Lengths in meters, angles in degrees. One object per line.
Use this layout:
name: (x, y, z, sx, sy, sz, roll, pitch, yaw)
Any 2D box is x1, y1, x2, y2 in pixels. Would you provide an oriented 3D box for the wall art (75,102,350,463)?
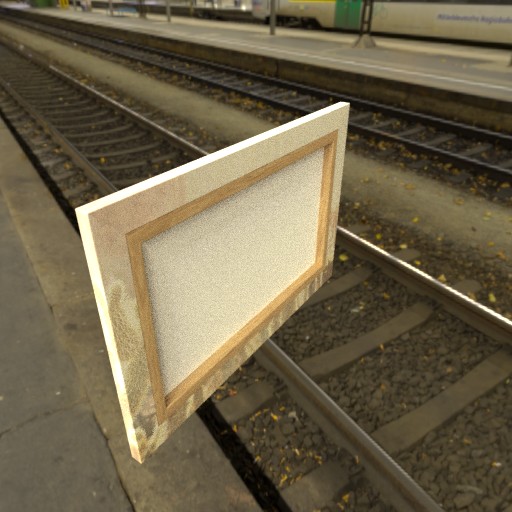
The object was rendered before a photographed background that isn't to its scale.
wall art: (0.000, 0.000, 1.429, 0.041, 0.758, 1.142, 20, 36, 30)
